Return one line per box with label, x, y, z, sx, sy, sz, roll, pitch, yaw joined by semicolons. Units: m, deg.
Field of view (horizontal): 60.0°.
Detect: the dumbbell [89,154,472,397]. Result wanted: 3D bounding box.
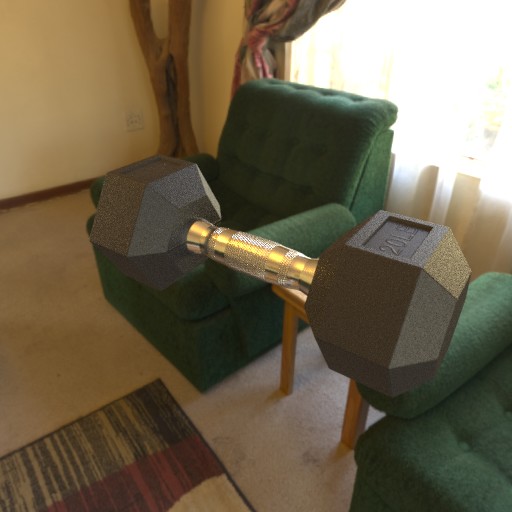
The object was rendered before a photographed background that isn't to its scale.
dumbbell;0.000;0.000;0.347;0.297;0.101;0.116;20;36;29
